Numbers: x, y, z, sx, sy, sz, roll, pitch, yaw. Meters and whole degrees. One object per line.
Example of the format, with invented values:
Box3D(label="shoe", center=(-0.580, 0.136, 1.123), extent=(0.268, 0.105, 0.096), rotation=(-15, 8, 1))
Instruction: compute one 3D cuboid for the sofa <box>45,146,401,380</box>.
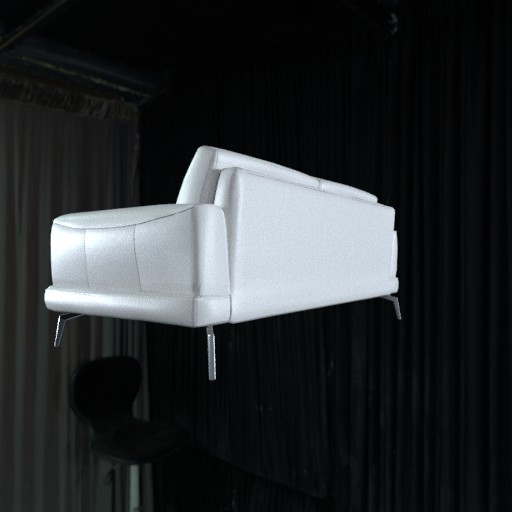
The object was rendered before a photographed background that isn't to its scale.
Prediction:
Box3D(label="sofa", center=(0.000, 0.000, 2.743), extent=(1.121, 0.930, 2.177), rotation=(0, 0, 37))
